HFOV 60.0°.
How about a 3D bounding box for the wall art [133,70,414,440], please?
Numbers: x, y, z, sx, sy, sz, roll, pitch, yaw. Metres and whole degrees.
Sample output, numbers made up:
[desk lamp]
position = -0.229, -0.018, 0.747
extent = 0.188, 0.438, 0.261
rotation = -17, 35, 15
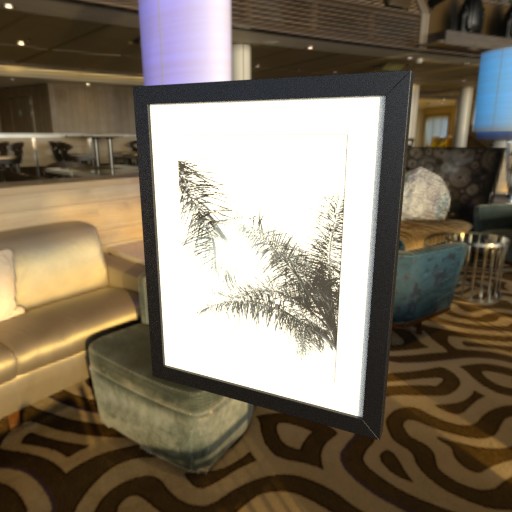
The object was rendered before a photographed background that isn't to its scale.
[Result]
[wall art]
position = 0.000, 0.000, 0.751
extent = 0.457, 0.557, 0.028
rotation = 7, 17, 25
